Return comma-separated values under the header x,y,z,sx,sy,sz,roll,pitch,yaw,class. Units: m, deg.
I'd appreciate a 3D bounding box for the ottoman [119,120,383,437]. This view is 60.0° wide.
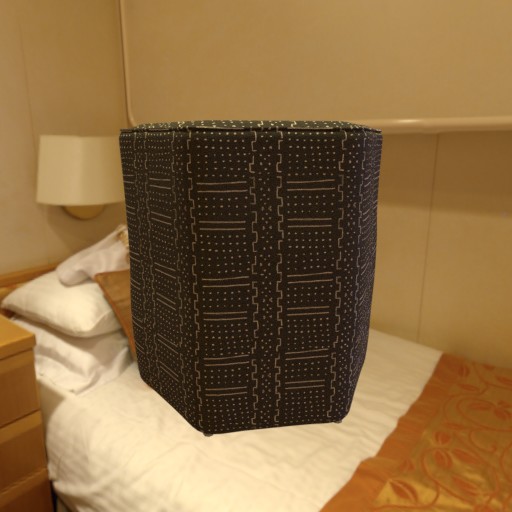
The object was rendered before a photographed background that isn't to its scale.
x,y,z,sx,sy,sz,roll,pitch,yaw,class
0.000,0.000,0.879,0.494,0.502,0.443,-2,15,-9,ottoman
